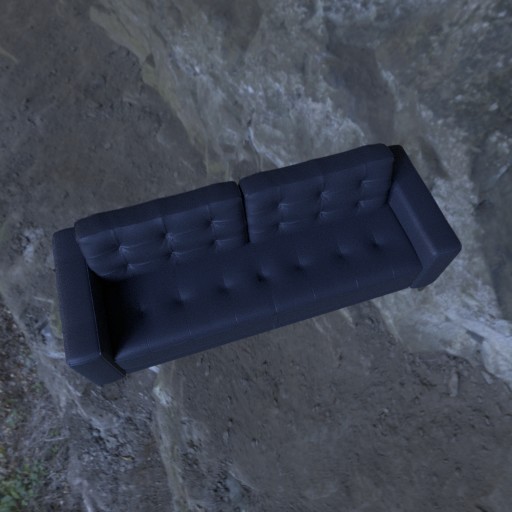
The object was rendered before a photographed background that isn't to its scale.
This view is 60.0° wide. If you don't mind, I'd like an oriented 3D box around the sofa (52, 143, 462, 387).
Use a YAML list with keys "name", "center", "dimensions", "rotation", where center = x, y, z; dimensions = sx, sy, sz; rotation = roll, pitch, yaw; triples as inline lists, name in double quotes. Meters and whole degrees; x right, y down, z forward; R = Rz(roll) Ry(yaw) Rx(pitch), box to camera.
- name: "sofa"
  center: [0.000, 0.000, 2.716]
  dimensions: [2.275, 0.893, 0.833]
  rotation: [-16, 63, -8]
